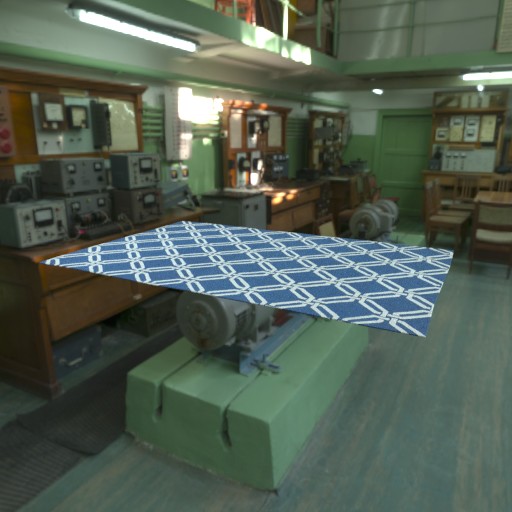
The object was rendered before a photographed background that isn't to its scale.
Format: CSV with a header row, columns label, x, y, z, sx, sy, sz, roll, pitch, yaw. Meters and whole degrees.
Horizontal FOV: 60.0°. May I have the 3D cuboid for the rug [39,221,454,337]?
label,x,y,z,sx,sy,sz,roll,pitch,yaw
rug,0.000,0.000,2.216,1.755,0.010,1.153,8,17,26
